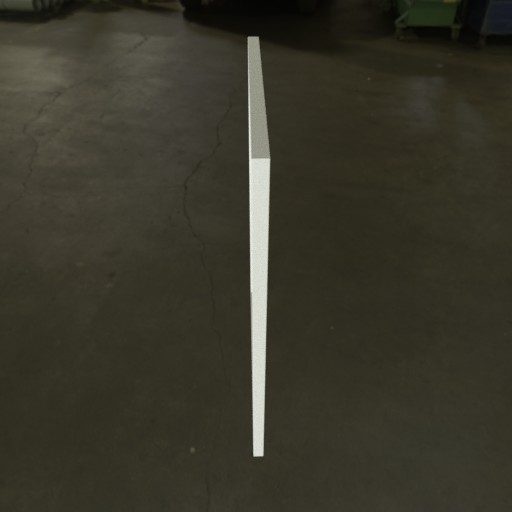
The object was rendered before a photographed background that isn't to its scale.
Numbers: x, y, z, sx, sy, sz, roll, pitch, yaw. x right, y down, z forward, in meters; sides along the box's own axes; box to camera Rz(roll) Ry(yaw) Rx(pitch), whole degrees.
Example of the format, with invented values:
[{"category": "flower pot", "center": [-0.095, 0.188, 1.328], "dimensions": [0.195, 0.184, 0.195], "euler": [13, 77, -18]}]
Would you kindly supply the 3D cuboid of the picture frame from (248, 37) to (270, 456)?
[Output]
[{"category": "picture frame", "center": [0.000, 0.000, 0.559], "dimensions": [0.013, 0.434, 0.305], "euler": [-1, 40, -1]}]
